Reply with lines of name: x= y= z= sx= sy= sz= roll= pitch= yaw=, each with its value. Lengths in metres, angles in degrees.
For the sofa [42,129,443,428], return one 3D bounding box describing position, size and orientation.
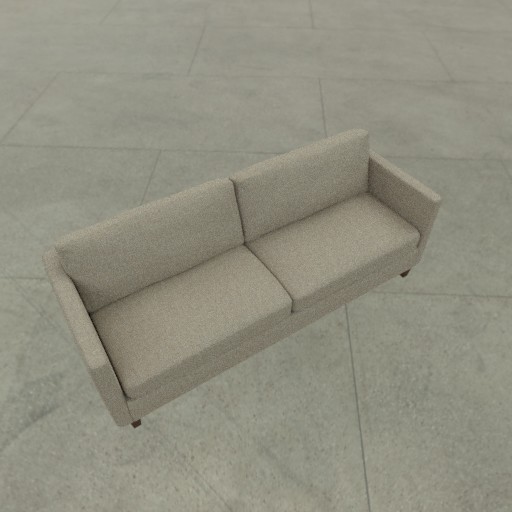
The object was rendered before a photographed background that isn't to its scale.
sofa: x=0.000 y=0.000 z=2.966 sx=2.434 sy=0.965 sz=0.951 roll=-25 pitch=51 yaw=-22
